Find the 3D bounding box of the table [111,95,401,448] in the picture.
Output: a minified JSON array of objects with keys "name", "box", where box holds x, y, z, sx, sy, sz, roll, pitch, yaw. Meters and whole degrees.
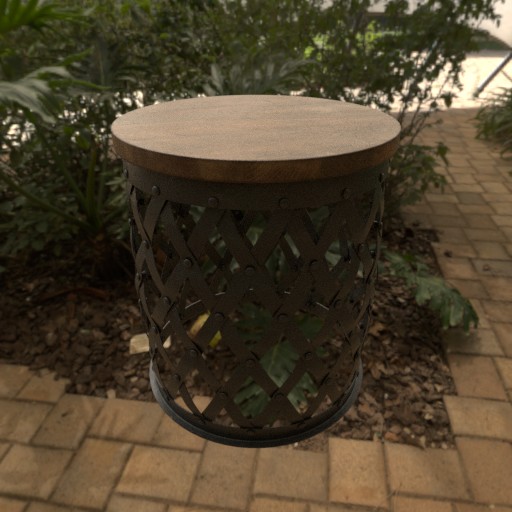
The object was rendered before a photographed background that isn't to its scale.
[{"name":"table","box":[0.000,0.000,0.751,0.405,0.454,0.405,0,29,0]}]
